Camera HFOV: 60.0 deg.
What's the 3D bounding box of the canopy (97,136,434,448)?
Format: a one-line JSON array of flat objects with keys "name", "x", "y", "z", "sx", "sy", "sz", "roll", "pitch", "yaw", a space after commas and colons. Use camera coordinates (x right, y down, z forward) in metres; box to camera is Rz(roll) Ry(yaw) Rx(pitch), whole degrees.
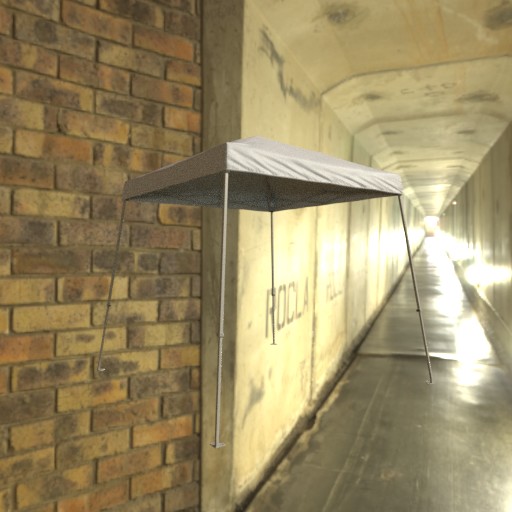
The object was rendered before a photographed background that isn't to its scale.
[{"name": "canopy", "x": 0.000, "y": 0.000, "z": 6.643, "sx": 3.600, "sy": 3.600, "sz": 3.599, "roll": 0, "pitch": 0, "yaw": -37}]
